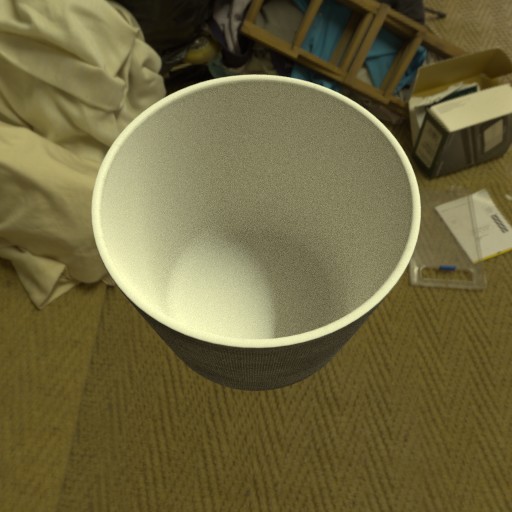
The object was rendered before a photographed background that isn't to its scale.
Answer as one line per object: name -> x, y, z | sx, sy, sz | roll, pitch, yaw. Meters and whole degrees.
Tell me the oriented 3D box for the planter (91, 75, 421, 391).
planter -> 0.000, 0.000, 0.774 | 0.440, 0.398, 0.440 | 0, 63, 0
